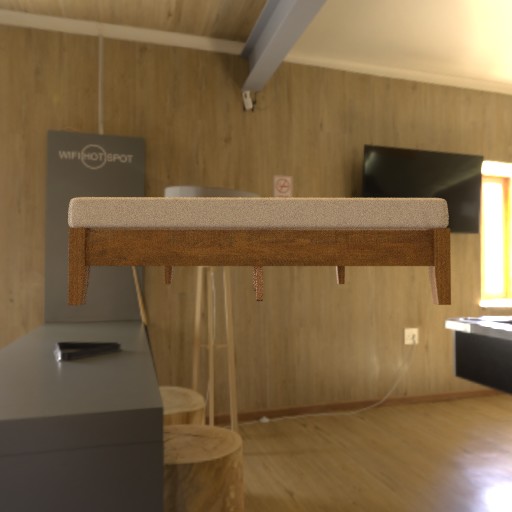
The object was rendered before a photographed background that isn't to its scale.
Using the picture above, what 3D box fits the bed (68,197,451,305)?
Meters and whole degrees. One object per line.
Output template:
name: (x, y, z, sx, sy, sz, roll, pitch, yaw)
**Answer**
bed: (0.000, 0.000, 2.757, 1.536, 0.431, 2.016, 0, -1, -1)
